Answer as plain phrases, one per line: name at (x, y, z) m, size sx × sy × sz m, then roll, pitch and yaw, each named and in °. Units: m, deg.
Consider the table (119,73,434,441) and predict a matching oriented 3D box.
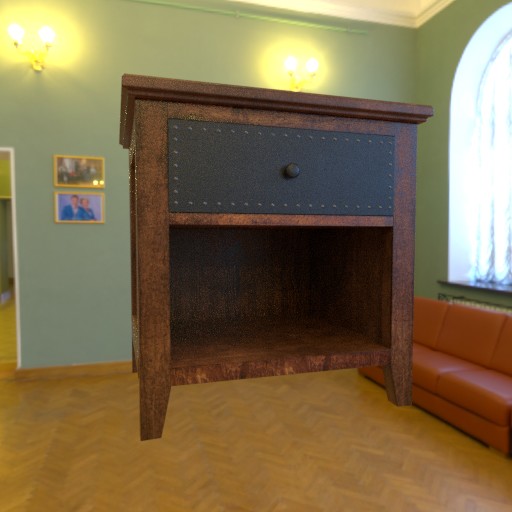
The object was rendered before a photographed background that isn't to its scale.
table at (0.000, 0.000, 1.007) m, size 0.586 × 0.597 × 0.461 m, roll -1°, pitch 3°, yaw -17°
